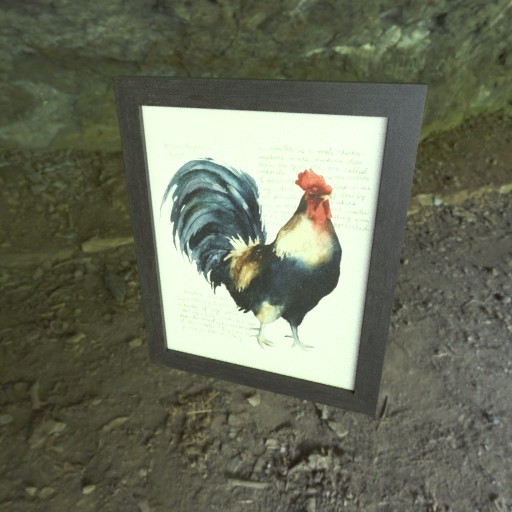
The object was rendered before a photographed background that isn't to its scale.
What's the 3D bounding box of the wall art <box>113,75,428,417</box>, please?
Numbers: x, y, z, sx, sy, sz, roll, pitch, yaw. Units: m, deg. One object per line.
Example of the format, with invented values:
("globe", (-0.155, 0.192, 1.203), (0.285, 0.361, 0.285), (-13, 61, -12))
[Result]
("wall art", (0.000, 0.000, 0.782), (0.479, 0.580, 0.027), (8, 27, 17))
